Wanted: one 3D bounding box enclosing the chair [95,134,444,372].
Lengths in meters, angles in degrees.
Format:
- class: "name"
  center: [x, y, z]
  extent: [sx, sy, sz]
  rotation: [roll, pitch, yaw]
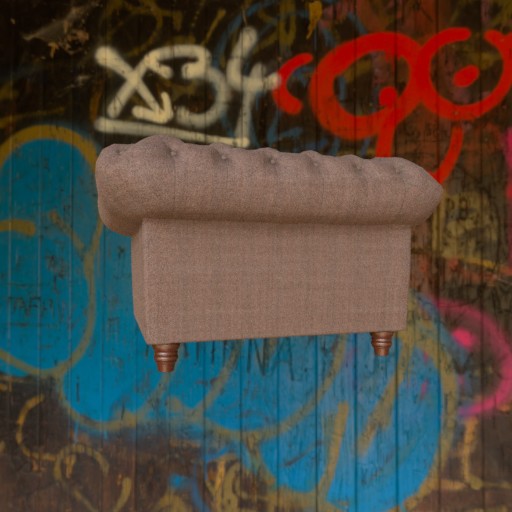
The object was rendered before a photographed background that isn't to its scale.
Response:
- class: "chair"
  center: [0.000, 0.000, 1.898]
  extent: [1.298, 0.780, 0.945]
  rotation: [0, -1, -18]
